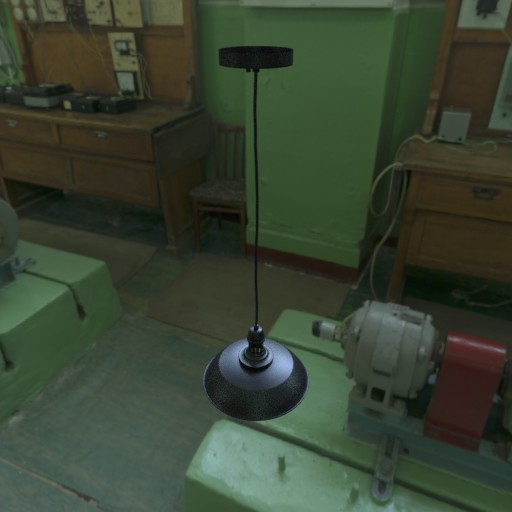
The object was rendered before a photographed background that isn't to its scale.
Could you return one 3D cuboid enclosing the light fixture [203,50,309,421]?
[{"bbox_3d":[0.000,0.000,1.171,0.331,0.993,0.331,12,32,19],"label":"light fixture"}]
